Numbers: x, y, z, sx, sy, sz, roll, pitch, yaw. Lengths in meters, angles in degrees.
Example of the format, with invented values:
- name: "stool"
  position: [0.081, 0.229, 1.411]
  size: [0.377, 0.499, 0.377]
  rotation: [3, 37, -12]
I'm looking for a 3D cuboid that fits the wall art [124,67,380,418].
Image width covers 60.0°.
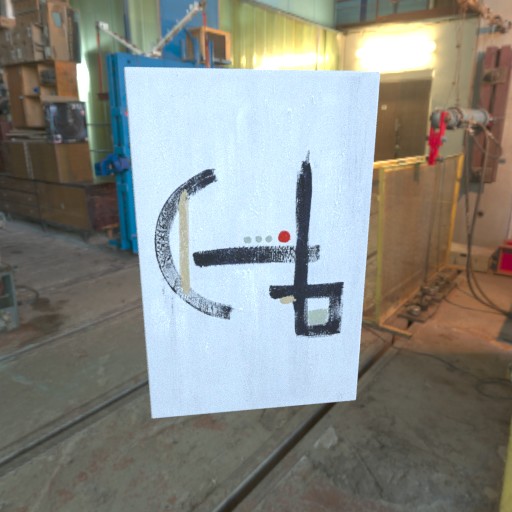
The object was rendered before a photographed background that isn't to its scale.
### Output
- name: "wall art"
  position: [0.000, 0.000, 1.176]
  size: [0.602, 0.916, 0.048]
  rotation: [-2, 17, -8]
